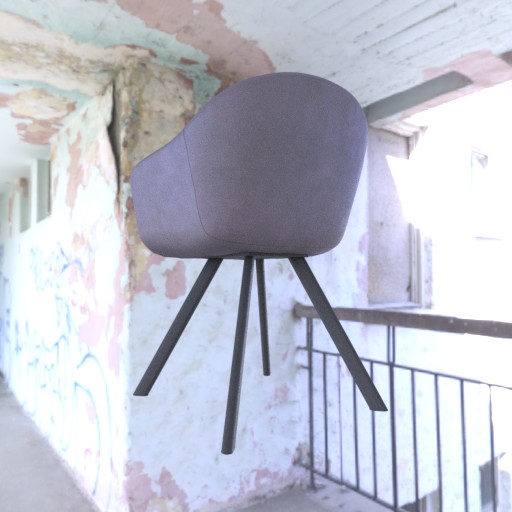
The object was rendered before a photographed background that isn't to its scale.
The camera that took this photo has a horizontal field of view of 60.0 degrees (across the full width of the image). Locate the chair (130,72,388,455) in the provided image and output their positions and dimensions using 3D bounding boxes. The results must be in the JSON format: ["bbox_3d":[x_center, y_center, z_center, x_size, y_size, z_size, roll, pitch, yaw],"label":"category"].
[{"bbox_3d":[0.000,0.000,1.189,0.567,0.781,0.544,2,-3,-35],"label":"chair"}]
